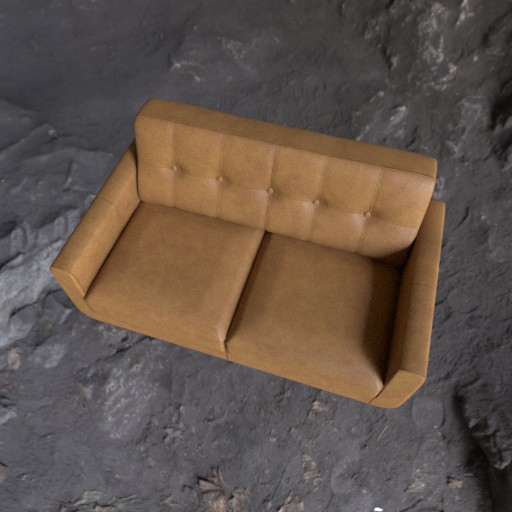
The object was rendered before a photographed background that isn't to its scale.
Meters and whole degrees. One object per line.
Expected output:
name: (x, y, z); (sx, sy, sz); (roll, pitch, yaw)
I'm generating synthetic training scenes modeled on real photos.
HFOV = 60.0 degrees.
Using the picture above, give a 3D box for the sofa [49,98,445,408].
sofa: (0.000, 0.000, 2.185); (1.651, 0.925, 0.952); (15, 58, 9)
